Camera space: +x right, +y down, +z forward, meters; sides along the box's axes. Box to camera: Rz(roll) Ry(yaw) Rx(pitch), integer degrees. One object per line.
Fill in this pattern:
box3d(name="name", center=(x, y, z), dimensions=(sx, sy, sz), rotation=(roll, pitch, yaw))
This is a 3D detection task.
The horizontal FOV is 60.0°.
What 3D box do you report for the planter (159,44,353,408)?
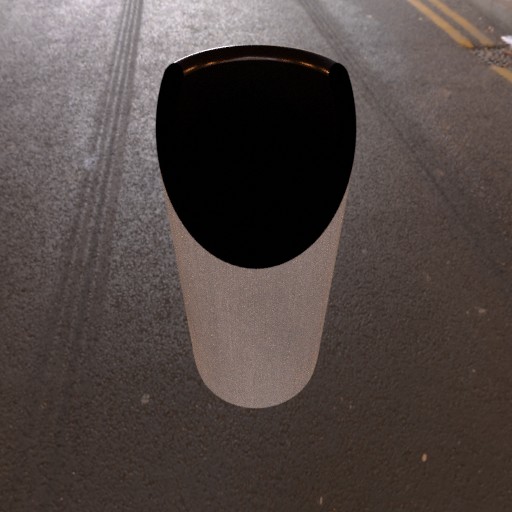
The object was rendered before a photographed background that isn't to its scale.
box3d(name="planter", center=(0.000, 0.000, 0.129), dimensions=(0.045, 0.103, 0.045), rotation=(23, 50, 21))
